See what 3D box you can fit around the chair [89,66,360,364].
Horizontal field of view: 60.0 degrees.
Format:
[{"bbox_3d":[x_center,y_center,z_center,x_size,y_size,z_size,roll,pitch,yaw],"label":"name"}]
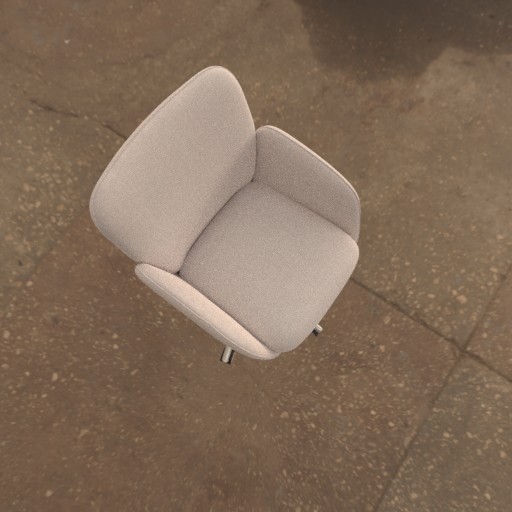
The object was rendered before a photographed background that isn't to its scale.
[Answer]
[{"bbox_3d":[0.000,0.000,1.395,0.633,0.959,0.648,35,77,10],"label":"chair"}]
